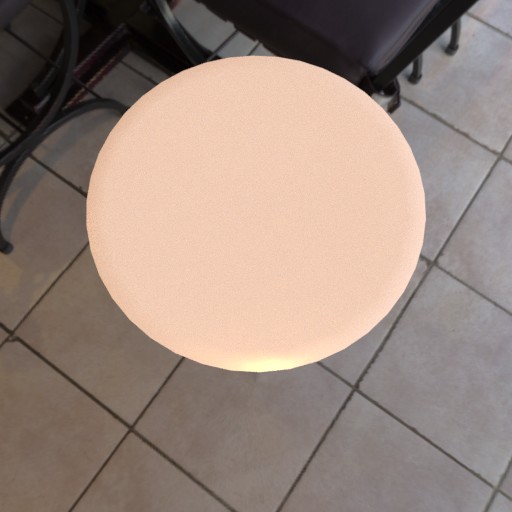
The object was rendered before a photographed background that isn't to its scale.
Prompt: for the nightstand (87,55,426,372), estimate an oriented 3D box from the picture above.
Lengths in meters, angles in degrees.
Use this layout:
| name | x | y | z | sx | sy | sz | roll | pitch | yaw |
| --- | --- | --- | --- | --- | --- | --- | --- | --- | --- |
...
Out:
| name | x | y | z | sx | sy | sz | roll | pitch | yaw |
| --- | --- | --- | --- | --- | --- | --- | --- | --- | --- |
| nightstand | 0.000 | 0.000 | 0.985 | 0.513 | 0.653 | 0.513 | 16 | 75 | 5 |
